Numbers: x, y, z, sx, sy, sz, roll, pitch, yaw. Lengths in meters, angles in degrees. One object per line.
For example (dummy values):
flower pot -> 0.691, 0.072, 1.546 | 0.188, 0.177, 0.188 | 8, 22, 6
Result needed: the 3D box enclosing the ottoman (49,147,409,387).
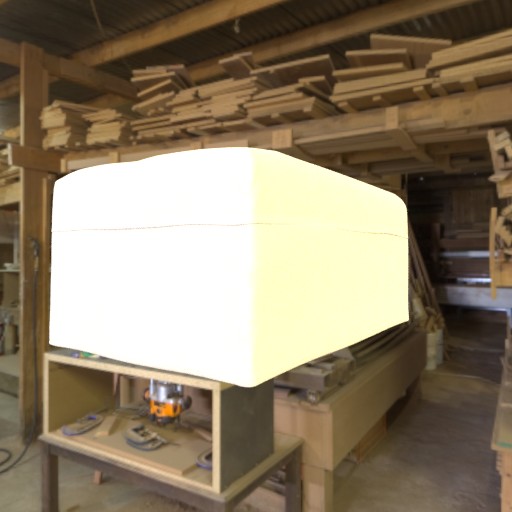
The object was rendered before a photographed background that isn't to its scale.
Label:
ottoman -> 0.000, 0.000, 1.191 | 0.590, 0.444, 0.872 | 0, 0, 35
